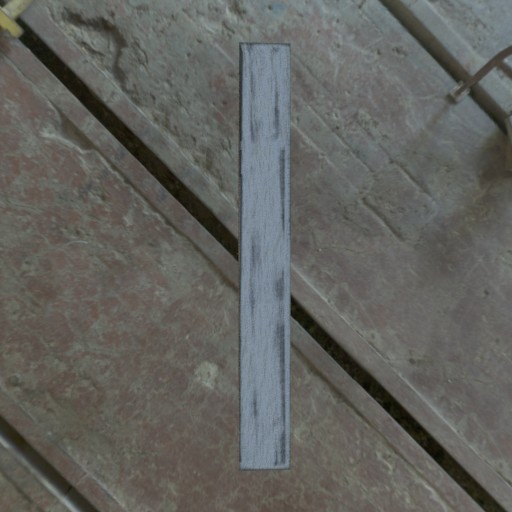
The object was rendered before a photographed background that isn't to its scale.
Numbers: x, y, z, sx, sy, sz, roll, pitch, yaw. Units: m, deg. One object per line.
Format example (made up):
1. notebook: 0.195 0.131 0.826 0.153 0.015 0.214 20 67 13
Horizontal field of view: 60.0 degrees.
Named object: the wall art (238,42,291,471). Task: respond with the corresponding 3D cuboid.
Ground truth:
1. wall art: 0.000 0.000 0.466 0.036 0.303 0.303 0 90 -2
